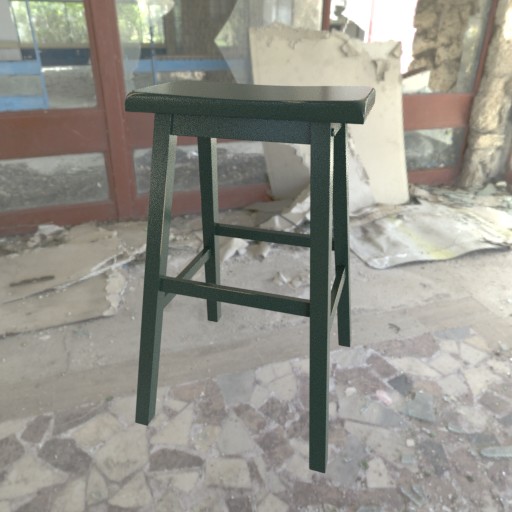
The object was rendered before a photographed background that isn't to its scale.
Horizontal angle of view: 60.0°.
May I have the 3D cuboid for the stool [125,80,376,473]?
[{"bbox_3d":[0.000,0.000,1.037,0.457,0.737,0.476,8,28,16],"label":"stool"}]
